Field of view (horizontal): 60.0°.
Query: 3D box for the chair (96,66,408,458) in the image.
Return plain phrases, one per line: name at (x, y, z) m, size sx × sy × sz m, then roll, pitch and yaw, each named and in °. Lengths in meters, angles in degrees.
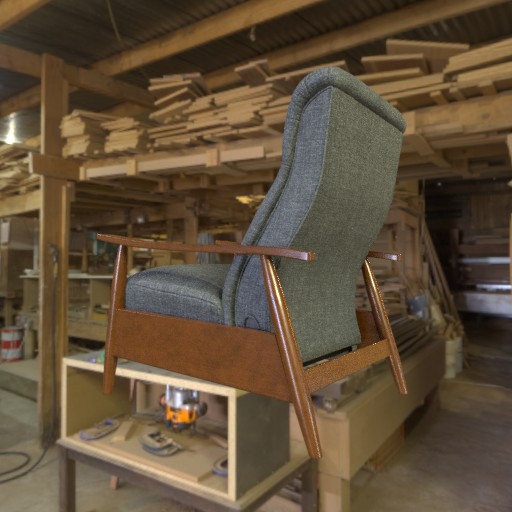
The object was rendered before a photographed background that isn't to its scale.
chair at (0.000, 0.000, 1.752) m, size 1.030 × 1.082 × 0.762 m, roll 0°, pitch -1°, yaw 37°
